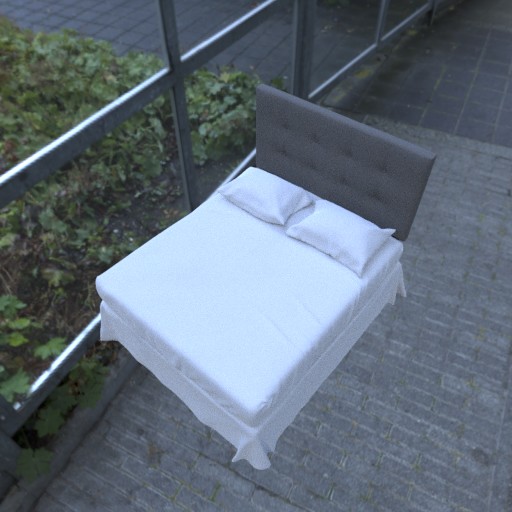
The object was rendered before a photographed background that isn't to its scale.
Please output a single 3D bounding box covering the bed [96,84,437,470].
[{"bbox_3d":[0.000,0.000,3.514,1.936,1.577,2.222,32,55,26],"label":"bed"}]
